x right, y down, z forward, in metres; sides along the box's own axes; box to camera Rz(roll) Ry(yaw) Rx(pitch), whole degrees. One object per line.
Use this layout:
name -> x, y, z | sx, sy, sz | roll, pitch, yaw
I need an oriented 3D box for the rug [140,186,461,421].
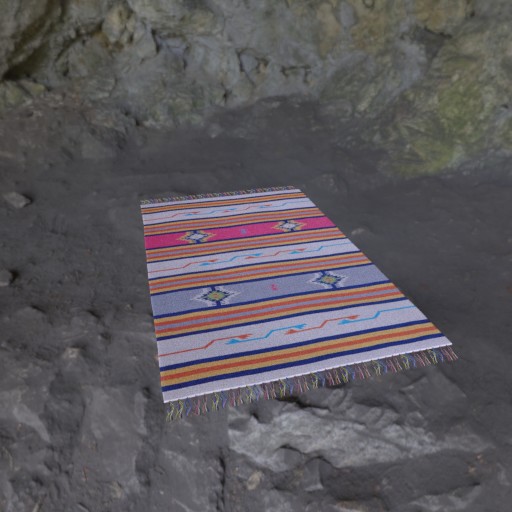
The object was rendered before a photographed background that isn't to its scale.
rug -> 0.000, 0.000, 2.260 | 1.084, 0.013, 1.849 | -8, 30, -13
